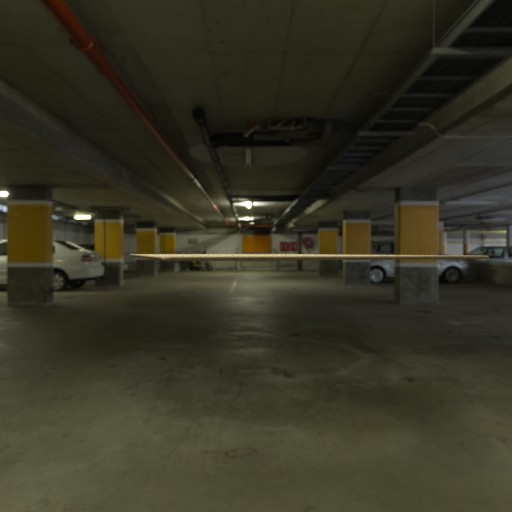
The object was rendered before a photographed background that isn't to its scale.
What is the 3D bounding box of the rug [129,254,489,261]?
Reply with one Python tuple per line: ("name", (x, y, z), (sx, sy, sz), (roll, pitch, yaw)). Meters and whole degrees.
("rug", (0.000, 0.000, 2.069), (1.062, 0.013, 1.667), (0, 0, -19))
